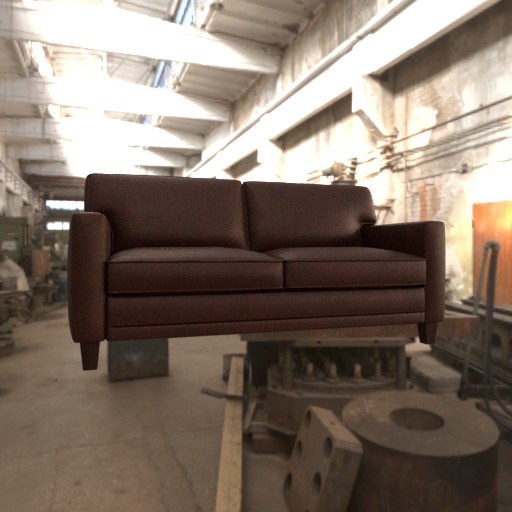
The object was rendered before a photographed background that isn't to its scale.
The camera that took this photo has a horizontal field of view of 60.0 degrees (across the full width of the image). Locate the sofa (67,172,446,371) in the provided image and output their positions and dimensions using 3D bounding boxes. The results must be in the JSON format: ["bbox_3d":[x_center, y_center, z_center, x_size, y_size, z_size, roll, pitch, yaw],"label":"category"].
[{"bbox_3d":[0.000,0.000,2.435,1.876,0.928,0.912,0,1,-18],"label":"sofa"}]
